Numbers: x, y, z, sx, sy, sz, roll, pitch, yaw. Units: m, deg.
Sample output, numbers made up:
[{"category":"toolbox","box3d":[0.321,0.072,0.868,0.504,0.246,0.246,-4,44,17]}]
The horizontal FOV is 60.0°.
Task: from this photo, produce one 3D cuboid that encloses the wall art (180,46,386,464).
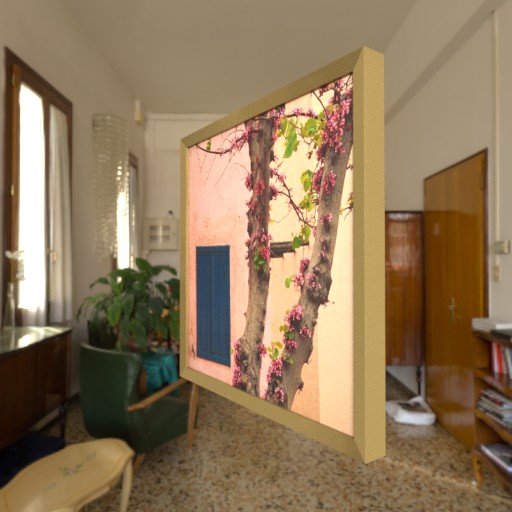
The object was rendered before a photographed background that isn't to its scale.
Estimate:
[{"category":"wall art","box3d":[0.000,0.000,0.756,0.038,0.508,0.507,1,-1,-36]}]
